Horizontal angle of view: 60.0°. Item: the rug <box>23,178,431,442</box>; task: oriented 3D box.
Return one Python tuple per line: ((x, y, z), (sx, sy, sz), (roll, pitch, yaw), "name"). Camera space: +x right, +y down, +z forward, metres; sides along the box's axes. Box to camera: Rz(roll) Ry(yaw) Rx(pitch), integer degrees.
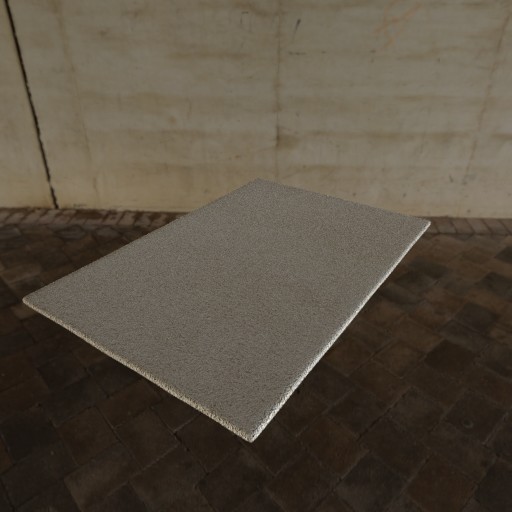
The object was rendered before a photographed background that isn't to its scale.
((0.000, 0.000, 2.231), (1.219, 0.030, 1.778), (20, 36, 30), "rug")
